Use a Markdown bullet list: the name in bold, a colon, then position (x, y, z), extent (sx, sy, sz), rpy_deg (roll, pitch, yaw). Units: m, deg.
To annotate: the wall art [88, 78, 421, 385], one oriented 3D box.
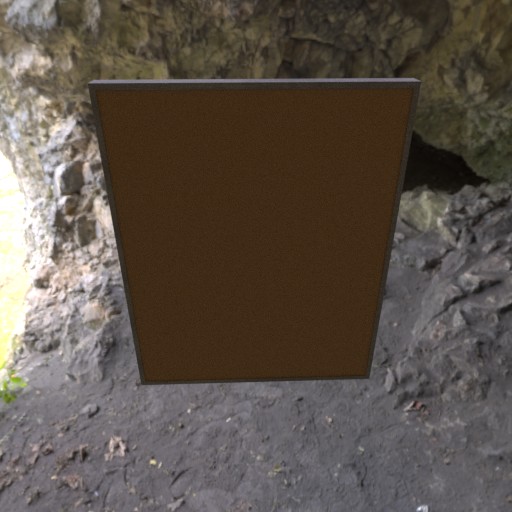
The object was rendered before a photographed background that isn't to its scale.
- **wall art**: position (0.000, 0.000, 0.701), extent (0.421, 0.521, 0.032), rpy_deg (-1, 30, -2)
